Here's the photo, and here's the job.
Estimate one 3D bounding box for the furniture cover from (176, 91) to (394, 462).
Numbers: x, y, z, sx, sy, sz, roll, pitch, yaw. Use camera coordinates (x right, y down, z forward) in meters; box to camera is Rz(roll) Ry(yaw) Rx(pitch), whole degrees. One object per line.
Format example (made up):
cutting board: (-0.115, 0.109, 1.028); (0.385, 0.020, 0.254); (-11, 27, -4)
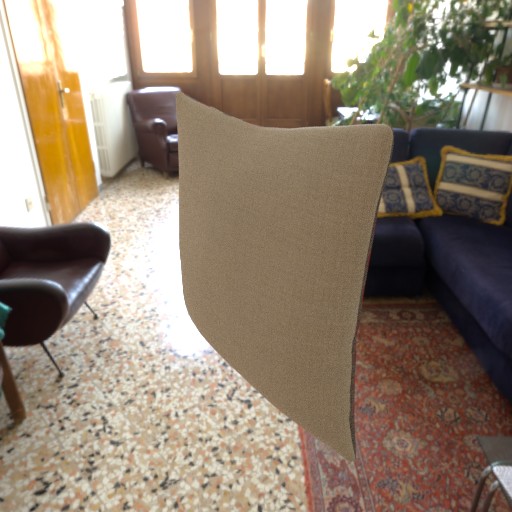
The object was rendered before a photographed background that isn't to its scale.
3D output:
furniture cover: (0.000, 0.000, 0.634); (0.145, 0.420, 0.435); (-17, 31, -31)
